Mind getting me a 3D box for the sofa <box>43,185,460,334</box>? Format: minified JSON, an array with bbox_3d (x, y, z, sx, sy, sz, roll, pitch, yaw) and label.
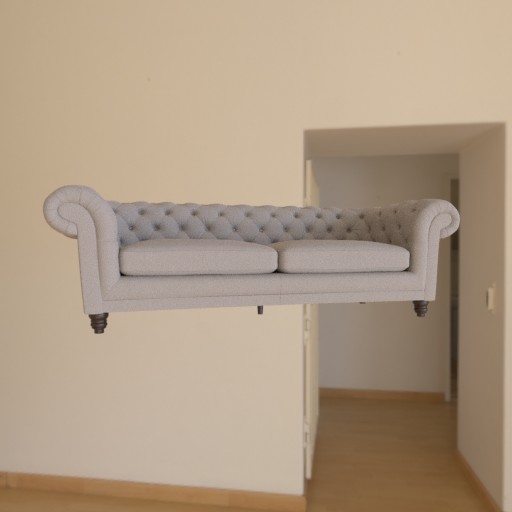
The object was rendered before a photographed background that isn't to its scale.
[{"bbox_3d":[0.000,0.000,2.875,2.411,0.749,0.991,0,1,-17],"label":"sofa"}]
